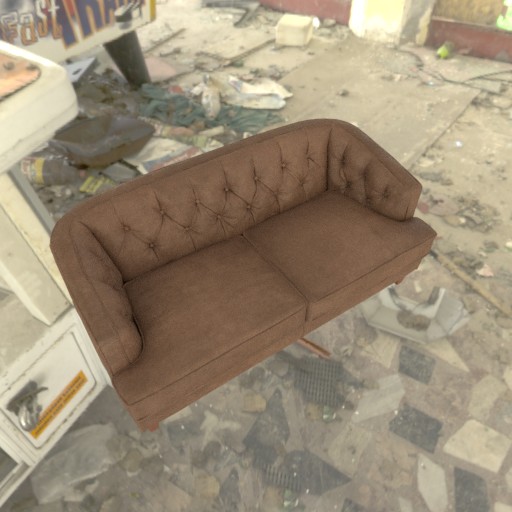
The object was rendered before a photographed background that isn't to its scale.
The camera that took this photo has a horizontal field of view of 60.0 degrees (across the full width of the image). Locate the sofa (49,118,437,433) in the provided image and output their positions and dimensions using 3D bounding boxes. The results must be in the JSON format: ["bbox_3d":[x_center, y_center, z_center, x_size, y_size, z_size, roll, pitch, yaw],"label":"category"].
[{"bbox_3d":[0.000,0.000,2.286,1.767,0.799,0.917,-26,51,-23],"label":"sofa"}]
